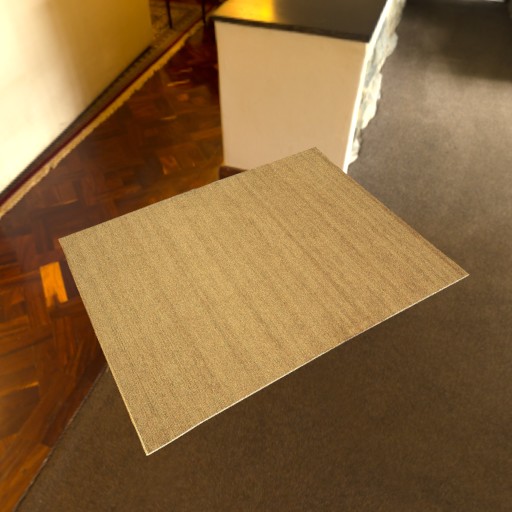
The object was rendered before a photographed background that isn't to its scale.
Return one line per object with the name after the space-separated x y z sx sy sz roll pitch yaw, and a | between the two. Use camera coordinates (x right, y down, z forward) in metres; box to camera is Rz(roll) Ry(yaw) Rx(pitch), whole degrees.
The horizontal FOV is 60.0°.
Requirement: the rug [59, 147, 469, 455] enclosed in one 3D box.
0.000 0.000 4.299 3.202 0.045 2.434 -24 52 -20 | rug
